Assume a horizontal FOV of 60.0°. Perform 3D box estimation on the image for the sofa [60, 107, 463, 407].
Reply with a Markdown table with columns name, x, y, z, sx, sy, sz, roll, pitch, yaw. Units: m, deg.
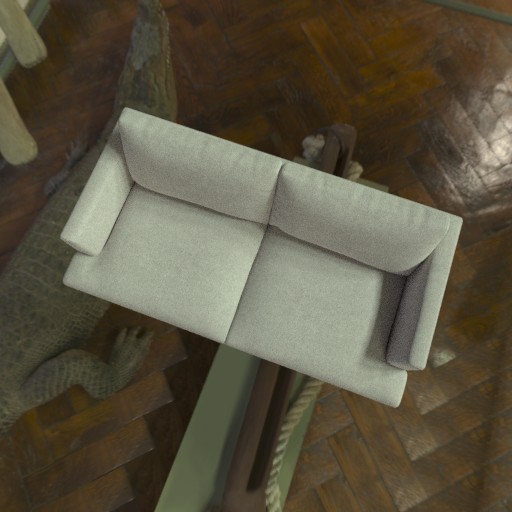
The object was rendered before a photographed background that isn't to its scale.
| name | x | y | z | sx | sy | sz | roll | pitch | yaw |
| --- | --- | --- | --- | --- | --- | --- | --- | --- | --- |
| sofa | 0.000 | 0.000 | 2.474 | 1.948 | 0.868 | 1.020 | 19 | 76 | 5 |
